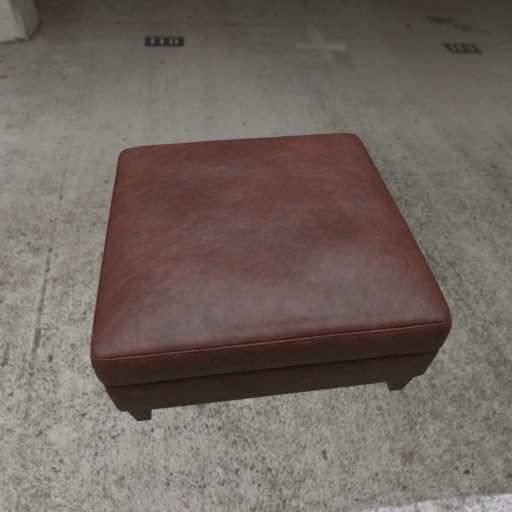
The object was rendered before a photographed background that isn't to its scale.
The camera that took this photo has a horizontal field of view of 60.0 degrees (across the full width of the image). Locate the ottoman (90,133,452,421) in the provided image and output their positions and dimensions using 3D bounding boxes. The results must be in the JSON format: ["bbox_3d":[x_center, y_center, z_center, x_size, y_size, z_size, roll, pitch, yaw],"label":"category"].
[{"bbox_3d":[0.000,0.000,1.347,0.836,0.415,0.844,-5,47,-5],"label":"ottoman"}]
